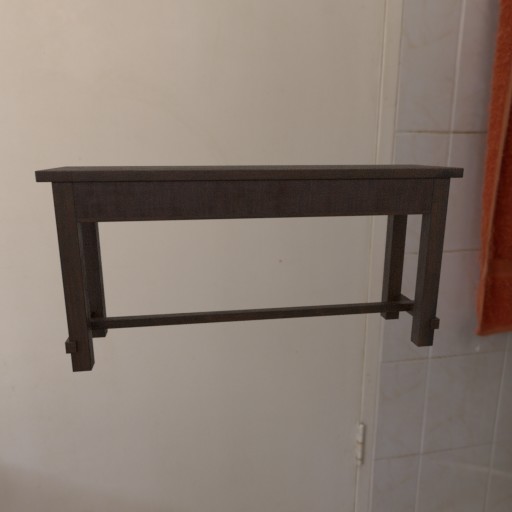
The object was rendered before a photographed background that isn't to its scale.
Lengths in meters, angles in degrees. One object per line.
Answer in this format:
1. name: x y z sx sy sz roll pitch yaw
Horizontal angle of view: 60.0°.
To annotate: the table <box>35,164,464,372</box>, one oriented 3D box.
1. table: 0.000 0.000 1.930 1.599 0.762 0.442 -2 14 -9
